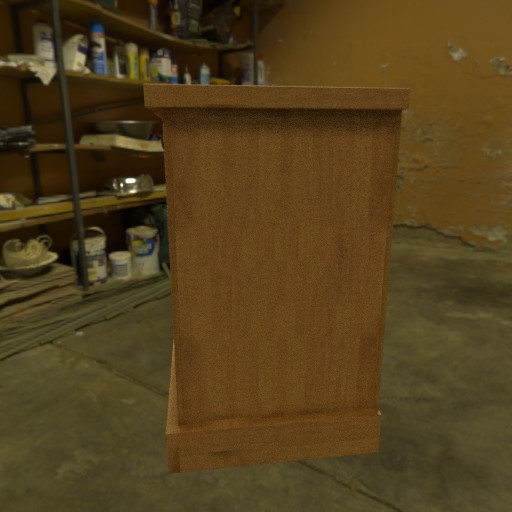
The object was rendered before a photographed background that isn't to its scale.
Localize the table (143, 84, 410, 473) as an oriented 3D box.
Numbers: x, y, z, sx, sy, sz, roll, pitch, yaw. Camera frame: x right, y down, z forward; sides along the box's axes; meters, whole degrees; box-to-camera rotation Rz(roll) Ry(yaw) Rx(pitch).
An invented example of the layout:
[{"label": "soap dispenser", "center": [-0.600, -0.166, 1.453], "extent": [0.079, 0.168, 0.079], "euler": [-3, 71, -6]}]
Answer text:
[{"label": "table", "center": [0.000, 0.000, 1.229], "extent": [0.500, 0.813, 0.660], "euler": [-2, 15, -8]}]
